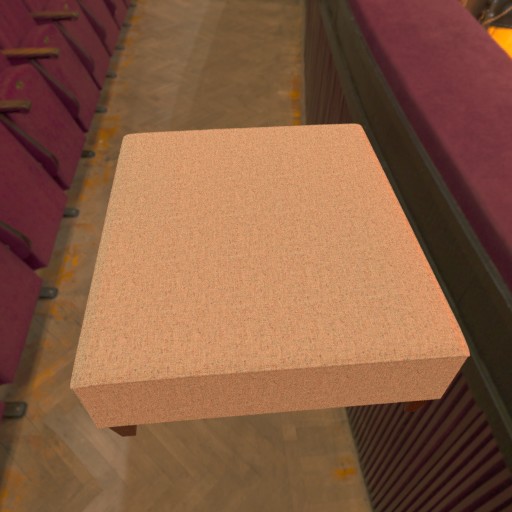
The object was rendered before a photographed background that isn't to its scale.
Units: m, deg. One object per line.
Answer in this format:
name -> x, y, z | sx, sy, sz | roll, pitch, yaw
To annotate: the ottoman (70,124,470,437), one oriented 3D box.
ottoman -> 0.000, 0.000, 1.185 | 0.736, 0.303, 0.835 | -4, 47, -3
